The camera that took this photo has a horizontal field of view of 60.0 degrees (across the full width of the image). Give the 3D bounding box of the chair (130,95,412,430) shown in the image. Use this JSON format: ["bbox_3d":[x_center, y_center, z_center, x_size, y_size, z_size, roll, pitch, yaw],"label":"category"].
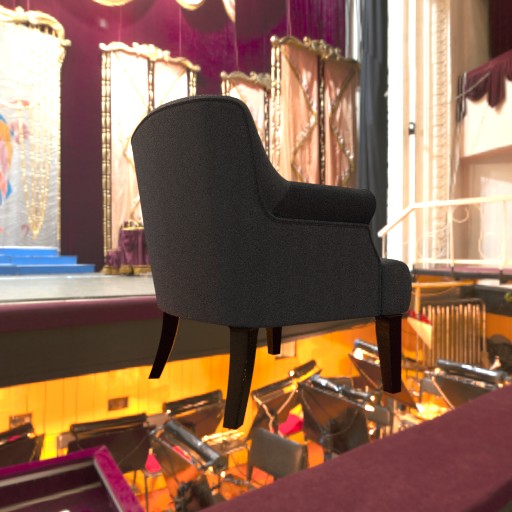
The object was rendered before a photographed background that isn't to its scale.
[{"bbox_3d":[0.000,0.000,1.516,0.754,0.878,0.770,0,1,-35],"label":"chair"}]
